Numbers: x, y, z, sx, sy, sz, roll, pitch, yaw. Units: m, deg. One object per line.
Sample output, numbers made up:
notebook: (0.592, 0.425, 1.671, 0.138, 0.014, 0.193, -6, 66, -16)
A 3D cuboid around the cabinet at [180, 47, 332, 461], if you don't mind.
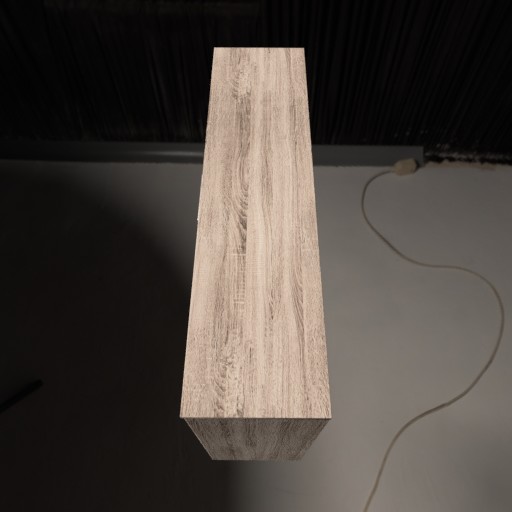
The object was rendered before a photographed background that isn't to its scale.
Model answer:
cabinet: (0.000, 0.000, 1.829, 0.380, 0.900, 1.450, 0, 59, 0)
